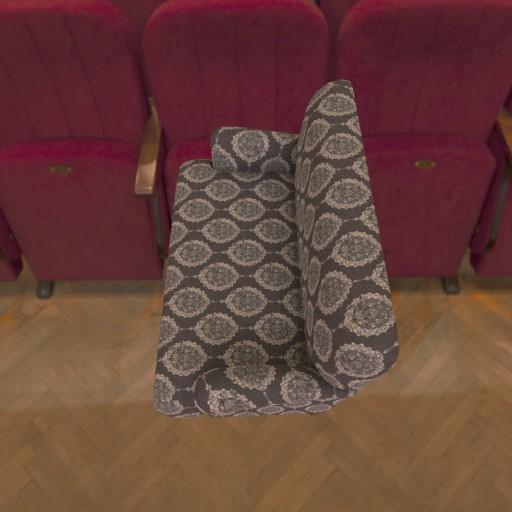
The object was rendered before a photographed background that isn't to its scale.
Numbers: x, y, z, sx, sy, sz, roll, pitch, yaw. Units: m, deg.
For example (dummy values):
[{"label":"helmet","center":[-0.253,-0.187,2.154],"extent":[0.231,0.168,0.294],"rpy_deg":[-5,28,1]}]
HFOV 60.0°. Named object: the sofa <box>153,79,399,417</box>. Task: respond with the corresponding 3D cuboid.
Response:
[{"label":"sofa","center":[0.000,0.000,1.842],"extent":[0.779,0.867,1.297],"rpy_deg":[0,59,0]}]
